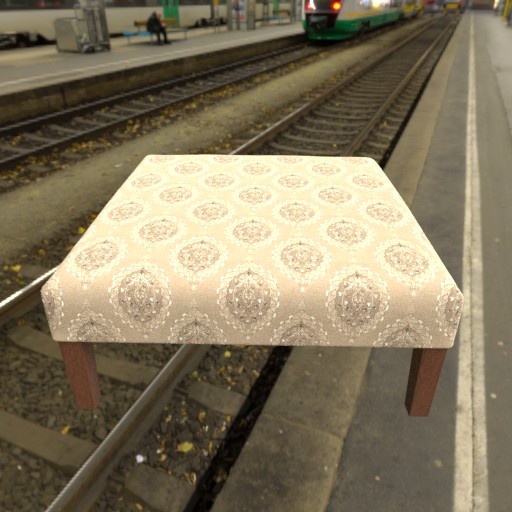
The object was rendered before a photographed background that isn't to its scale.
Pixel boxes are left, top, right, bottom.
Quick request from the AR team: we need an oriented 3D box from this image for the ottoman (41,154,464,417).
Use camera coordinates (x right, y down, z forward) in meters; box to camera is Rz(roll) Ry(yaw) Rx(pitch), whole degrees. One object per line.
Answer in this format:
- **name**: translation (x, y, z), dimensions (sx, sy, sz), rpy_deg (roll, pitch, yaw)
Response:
- **ottoman**: translation (0.000, 0.000, 1.372), dimensions (0.889, 0.411, 0.890), rpy_deg (1, 30, 1)
